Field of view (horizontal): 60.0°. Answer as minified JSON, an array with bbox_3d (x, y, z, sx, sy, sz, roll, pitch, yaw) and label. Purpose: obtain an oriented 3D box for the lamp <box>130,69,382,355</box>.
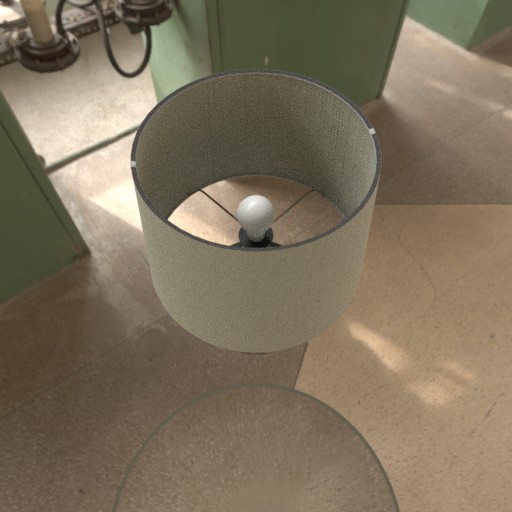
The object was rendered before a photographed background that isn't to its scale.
[{"bbox_3d":[0.000,0.000,0.807,0.376,0.540,0.376,0,58,0],"label":"lamp"}]
